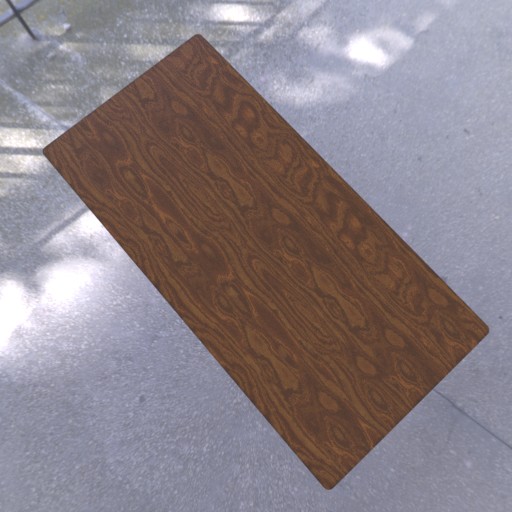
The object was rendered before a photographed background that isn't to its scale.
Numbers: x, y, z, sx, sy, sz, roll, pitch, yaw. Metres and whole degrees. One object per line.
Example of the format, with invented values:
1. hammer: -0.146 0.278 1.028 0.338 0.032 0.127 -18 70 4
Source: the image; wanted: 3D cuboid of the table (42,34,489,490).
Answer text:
1. table: 0.000 0.000 2.181 0.883 0.753 1.791 -41 81 -8
